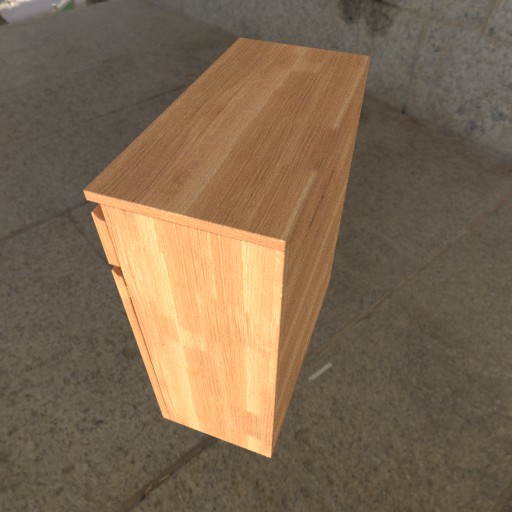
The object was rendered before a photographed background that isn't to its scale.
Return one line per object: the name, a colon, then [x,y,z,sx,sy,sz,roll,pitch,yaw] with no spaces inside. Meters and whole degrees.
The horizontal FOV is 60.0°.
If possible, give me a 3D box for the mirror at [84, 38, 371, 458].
mirror: [0.000,0.000,1.406,0.400,1.000,0.800,15,48,14]
